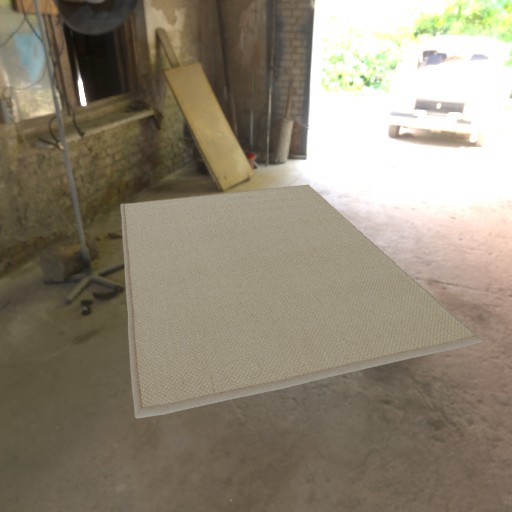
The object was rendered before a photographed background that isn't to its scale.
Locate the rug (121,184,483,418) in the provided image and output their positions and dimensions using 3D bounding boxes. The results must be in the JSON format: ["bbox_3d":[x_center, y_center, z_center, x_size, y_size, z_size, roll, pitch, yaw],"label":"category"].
[{"bbox_3d":[0.000,0.000,2.655,1.525,0.020,2.081,-8,31,-14],"label":"rug"}]
